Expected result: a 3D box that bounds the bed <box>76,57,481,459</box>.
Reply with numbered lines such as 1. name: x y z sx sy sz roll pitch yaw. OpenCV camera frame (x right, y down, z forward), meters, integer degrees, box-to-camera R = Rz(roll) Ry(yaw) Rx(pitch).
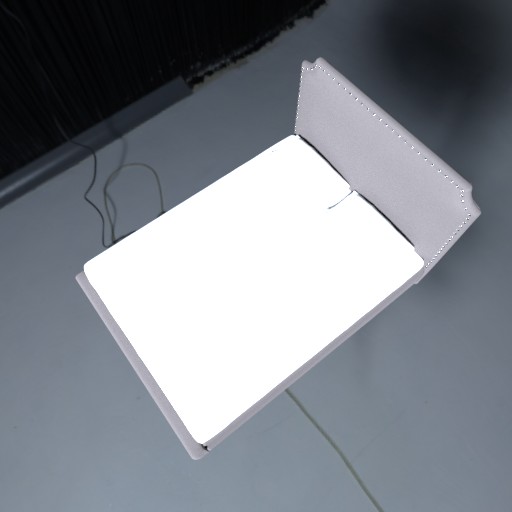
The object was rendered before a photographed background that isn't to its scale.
1. bed: 0.000 0.000 3.323 2.372 1.443 1.713 -35 69 -15
